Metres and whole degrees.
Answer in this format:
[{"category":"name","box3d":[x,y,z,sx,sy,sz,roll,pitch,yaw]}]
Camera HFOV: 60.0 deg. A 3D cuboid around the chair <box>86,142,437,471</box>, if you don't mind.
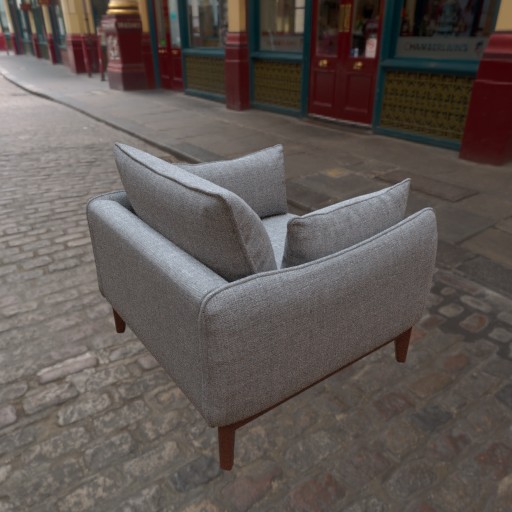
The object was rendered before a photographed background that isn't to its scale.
[{"category":"chair","box3d":[0.000,0.000,1.700,0.976,0.839,0.993,-18,31,-32]}]
